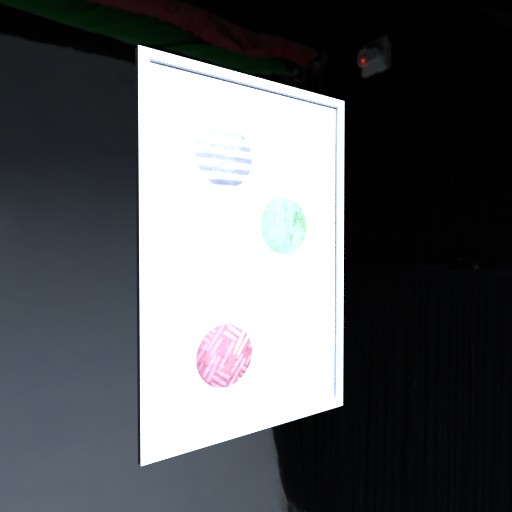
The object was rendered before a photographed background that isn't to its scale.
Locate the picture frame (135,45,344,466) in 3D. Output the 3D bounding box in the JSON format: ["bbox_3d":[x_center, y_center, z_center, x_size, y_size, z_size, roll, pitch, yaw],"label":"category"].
[{"bbox_3d":[0.000,0.000,0.830,0.457,0.657,0.013,-1,2,-36],"label":"picture frame"}]
